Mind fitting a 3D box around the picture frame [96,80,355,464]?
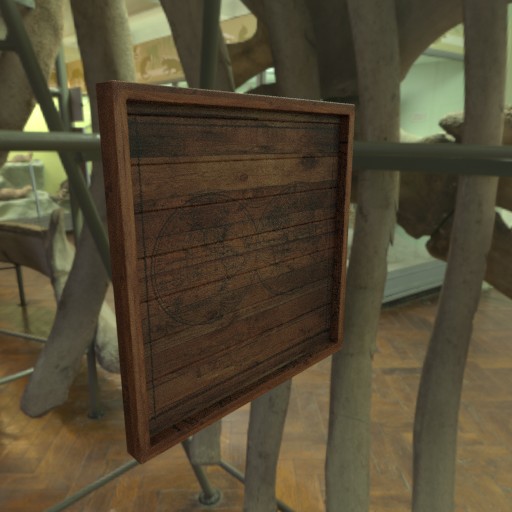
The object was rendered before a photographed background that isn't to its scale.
[{"bbox_3d":[0.000,0.000,0.523,0.028,0.356,0.352,14,20,42],"label":"picture frame"}]
